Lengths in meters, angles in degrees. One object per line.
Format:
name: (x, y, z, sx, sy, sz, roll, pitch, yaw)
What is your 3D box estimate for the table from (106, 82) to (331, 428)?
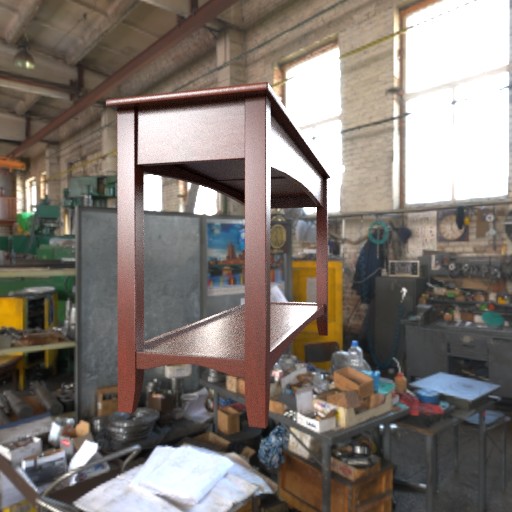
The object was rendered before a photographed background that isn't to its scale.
table: (0.000, 0.000, 1.552, 0.392, 0.739, 1.188, 0, 1, 16)
